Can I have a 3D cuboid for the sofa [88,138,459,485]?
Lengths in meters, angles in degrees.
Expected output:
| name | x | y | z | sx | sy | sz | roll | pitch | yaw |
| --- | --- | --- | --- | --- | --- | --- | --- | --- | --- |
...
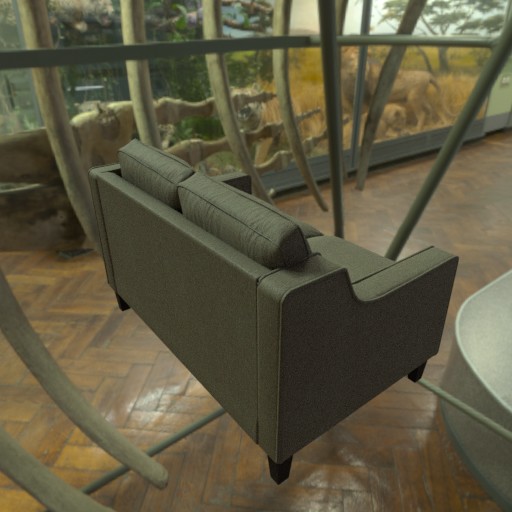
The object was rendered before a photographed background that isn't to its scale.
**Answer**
| name | x | y | z | sx | sy | sz | roll | pitch | yaw |
| --- | --- | --- | --- | --- | --- | --- | --- | --- | --- |
| sofa | 0.000 | 0.000 | 2.116 | 0.985 | 0.981 | 1.503 | -20 | 33 | -33 |
